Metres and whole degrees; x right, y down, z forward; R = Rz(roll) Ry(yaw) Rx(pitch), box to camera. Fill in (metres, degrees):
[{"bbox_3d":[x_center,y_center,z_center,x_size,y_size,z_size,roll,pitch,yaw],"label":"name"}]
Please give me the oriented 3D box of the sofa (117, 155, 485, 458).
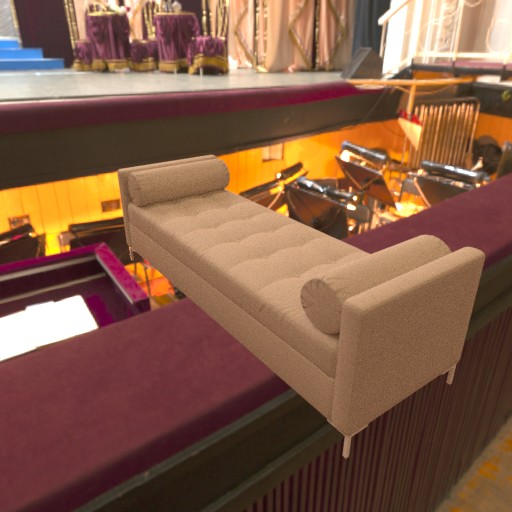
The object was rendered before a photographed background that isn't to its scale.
[{"bbox_3d":[0.000,0.000,2.310,0.686,0.635,1.981,-18,31,-32],"label":"sofa"}]
